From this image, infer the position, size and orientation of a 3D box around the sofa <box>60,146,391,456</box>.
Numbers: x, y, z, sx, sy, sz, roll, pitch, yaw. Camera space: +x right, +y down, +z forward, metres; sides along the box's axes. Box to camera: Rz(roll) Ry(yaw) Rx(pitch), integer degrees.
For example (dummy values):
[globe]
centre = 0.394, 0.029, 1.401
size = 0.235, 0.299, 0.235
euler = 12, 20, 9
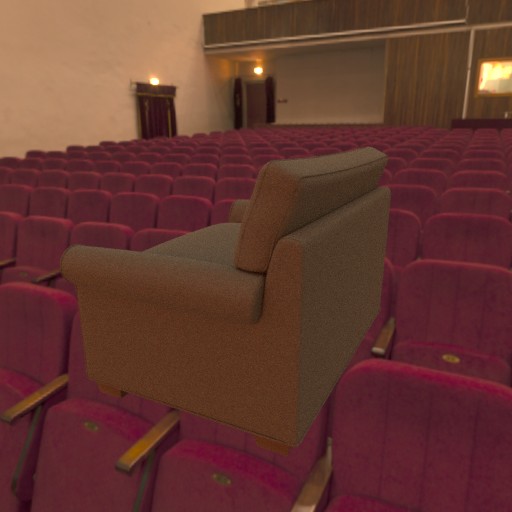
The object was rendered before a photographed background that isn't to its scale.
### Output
[sofa]
centre = 0.000, 0.000, 2.035
size = 0.940, 0.953, 1.410
euler = 8, 18, 26
